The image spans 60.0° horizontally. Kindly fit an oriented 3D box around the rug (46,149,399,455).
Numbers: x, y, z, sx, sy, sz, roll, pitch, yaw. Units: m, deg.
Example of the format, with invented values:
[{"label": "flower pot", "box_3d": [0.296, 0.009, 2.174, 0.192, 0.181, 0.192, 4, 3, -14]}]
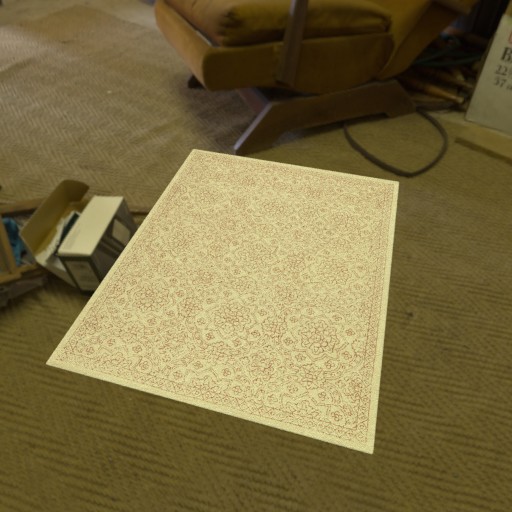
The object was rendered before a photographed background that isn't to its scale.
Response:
[{"label": "rug", "box_3d": [0.000, 0.000, 4.131, 2.441, 0.015, 3.050, 11, 47, 11]}]
